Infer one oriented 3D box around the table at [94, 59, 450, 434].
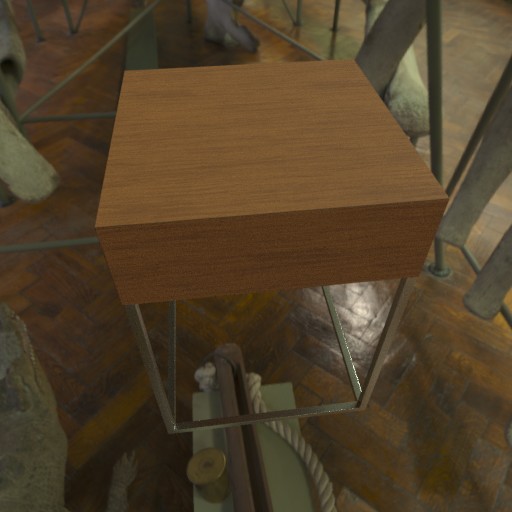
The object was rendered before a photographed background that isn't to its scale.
[{"bbox_3d":[0.000,0.000,0.820,0.397,0.540,0.398,-5,46,-5],"label":"table"}]
